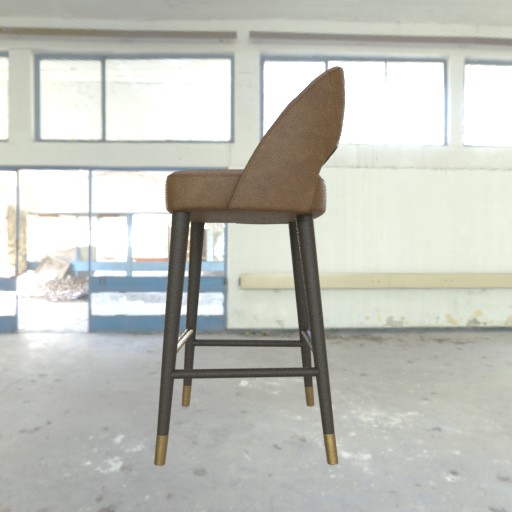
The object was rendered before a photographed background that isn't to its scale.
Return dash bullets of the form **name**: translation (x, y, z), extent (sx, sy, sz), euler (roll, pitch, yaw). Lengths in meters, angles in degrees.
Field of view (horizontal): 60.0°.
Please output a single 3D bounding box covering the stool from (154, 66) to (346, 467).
- **stool**: translation (0.000, 0.000, 1.315), extent (0.509, 1.037, 0.494), euler (0, 0, 0)
